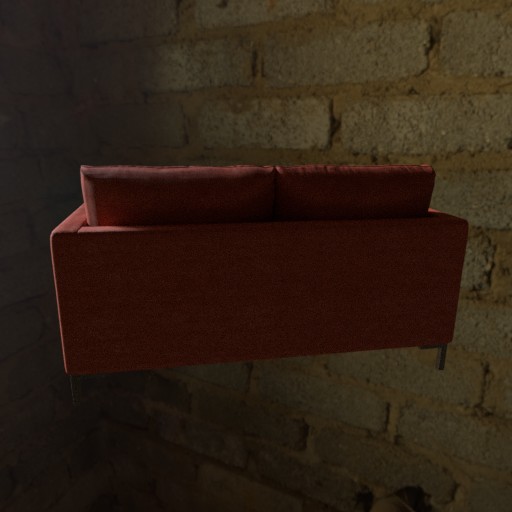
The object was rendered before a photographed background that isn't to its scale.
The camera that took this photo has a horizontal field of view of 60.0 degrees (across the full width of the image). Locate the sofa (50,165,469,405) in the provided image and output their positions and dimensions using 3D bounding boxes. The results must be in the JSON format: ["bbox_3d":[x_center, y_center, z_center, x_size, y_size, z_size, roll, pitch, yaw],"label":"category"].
[{"bbox_3d":[0.000,0.000,2.062,1.574,0.896,0.864,-3,17,-10],"label":"sofa"}]
